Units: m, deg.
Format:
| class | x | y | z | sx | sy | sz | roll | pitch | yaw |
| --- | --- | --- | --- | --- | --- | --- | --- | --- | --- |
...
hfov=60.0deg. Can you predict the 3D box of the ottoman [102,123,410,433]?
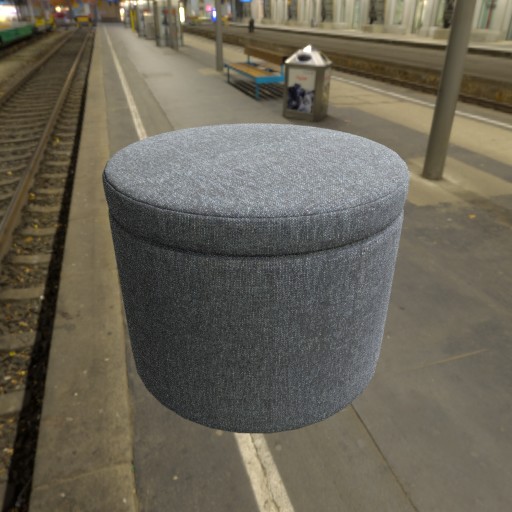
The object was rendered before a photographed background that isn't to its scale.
| class | x | y | z | sx | sy | sz | roll | pitch | yaw |
| --- | --- | --- | --- | --- | --- | --- | --- | --- | --- |
| ottoman | 0.000 | 0.000 | 0.837 | 0.500 | 0.419 | 0.500 | 0 | 29 | 0 |
